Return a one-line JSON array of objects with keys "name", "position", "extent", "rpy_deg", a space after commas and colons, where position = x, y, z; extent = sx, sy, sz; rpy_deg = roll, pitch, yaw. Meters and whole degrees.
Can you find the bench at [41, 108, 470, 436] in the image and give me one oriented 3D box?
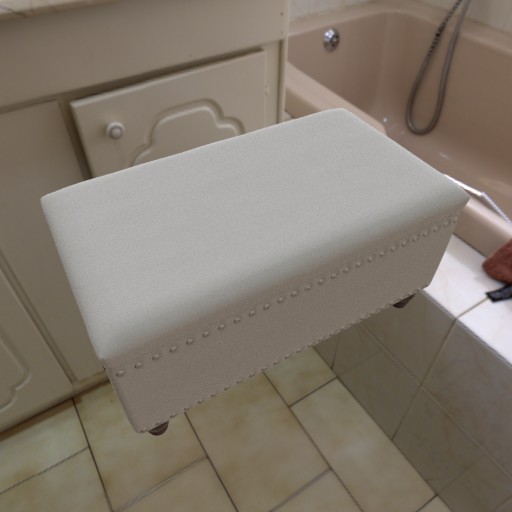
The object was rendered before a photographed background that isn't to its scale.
[{"name": "bench", "position": [0.000, 0.000, 1.176], "extent": [0.887, 0.449, 0.500], "rpy_deg": [-22, 49, -20]}]
